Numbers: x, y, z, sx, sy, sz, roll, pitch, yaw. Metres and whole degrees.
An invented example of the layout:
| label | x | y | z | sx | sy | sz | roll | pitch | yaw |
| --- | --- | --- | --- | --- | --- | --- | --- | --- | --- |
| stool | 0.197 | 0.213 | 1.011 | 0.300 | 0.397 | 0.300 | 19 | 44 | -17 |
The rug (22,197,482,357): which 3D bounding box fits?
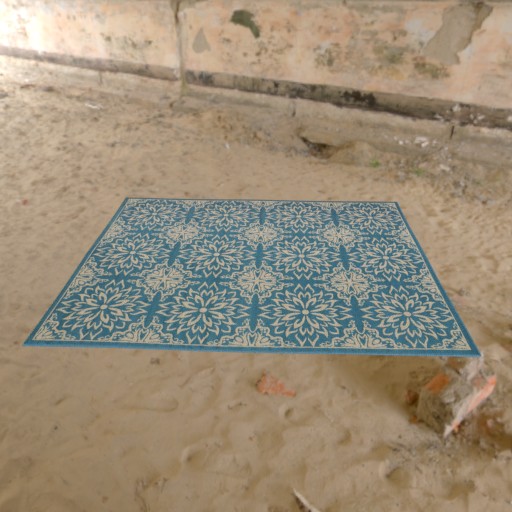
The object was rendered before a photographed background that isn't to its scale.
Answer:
| label | x | y | z | sx | sy | sz | roll | pitch | yaw |
| --- | --- | --- | --- | --- | --- | --- | --- | --- | --- |
| rug | 0.000 | 0.000 | 3.835 | 2.964 | 0.018 | 2.350 | 1 | 32 | 2 |
